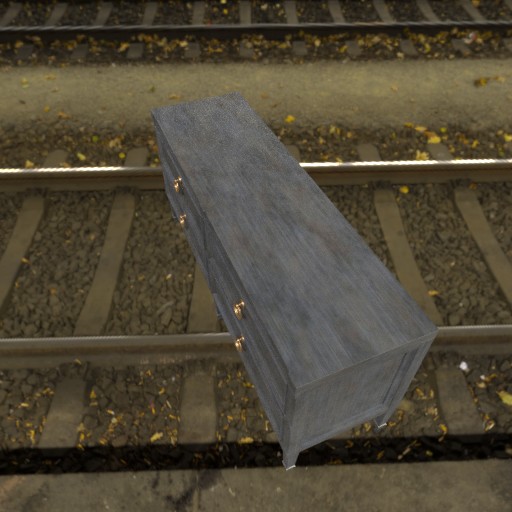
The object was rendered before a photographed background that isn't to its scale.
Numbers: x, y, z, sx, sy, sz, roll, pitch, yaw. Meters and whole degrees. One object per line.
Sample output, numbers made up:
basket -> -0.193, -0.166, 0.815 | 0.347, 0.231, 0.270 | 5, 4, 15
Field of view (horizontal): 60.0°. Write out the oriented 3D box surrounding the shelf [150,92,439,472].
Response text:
shelf -> 0.000, 0.000, 1.975 | 0.479, 0.719, 1.575 | -17, 49, -16
